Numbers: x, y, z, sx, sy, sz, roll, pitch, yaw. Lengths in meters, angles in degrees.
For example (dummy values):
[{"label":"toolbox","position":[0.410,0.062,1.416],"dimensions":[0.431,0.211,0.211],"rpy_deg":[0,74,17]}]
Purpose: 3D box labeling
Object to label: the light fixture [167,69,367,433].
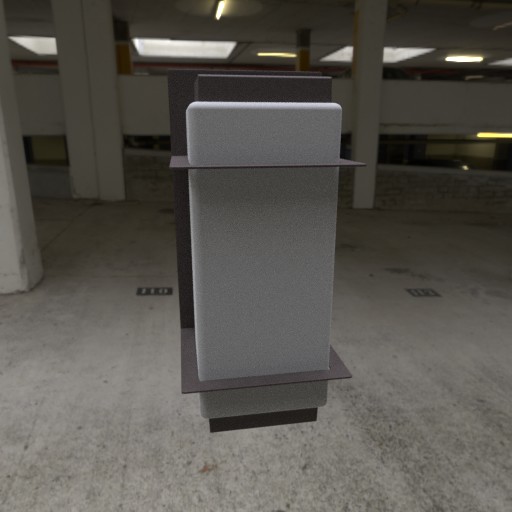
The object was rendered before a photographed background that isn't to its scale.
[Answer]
[{"label":"light fixture","position":[0.000,0.000,0.431],"dimensions":[0.153,0.347,0.146],"rpy_deg":[-3,17,-9]}]
